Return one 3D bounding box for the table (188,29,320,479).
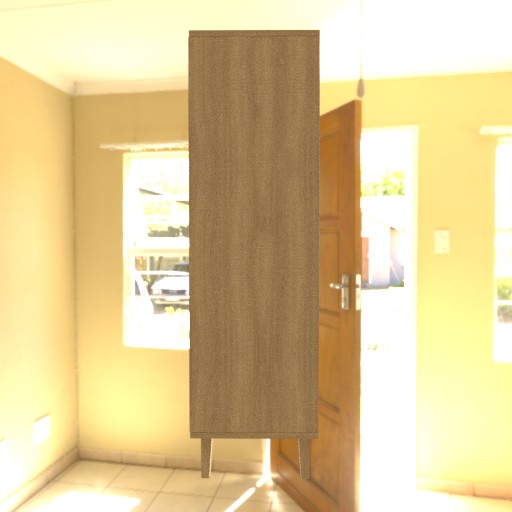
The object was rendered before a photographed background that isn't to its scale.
[{"bbox_3d":[0.000,0.000,1.906,0.398,1.388,1.111,0,1,1],"label":"table"}]
